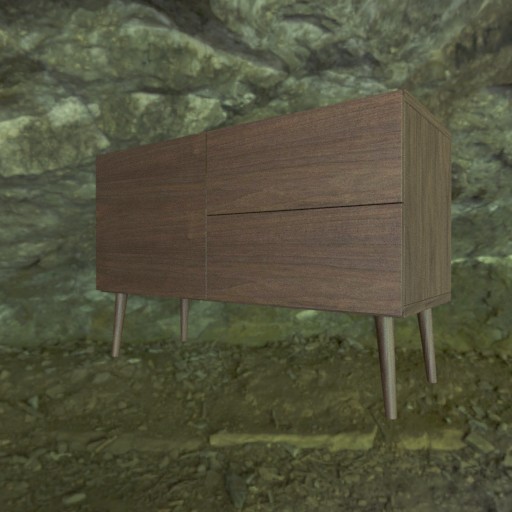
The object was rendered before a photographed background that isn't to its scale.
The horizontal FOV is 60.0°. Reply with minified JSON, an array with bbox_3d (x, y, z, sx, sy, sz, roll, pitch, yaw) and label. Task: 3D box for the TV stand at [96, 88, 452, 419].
[{"bbox_3d":[0.000,0.000,1.307,0.990,0.660,0.405,0,1,36],"label":"TV stand"}]
